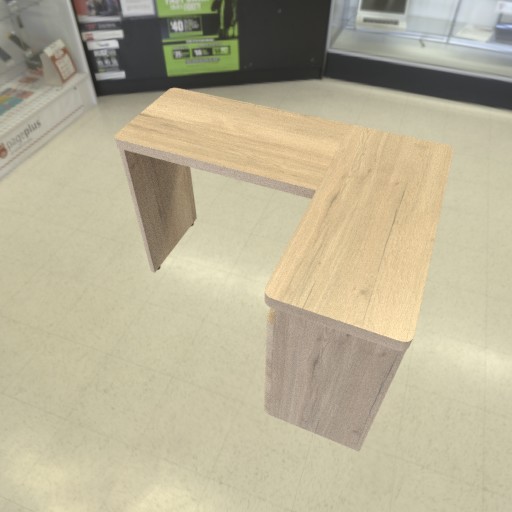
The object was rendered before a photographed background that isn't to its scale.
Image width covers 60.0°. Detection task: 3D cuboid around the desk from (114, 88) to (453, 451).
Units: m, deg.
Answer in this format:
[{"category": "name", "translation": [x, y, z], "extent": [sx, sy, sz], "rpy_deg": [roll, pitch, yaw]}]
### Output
[{"category": "desk", "translation": [0.000, 0.000, 1.744], "extent": [1.169, 0.760, 0.900], "rpy_deg": [17, 49, 16]}]
